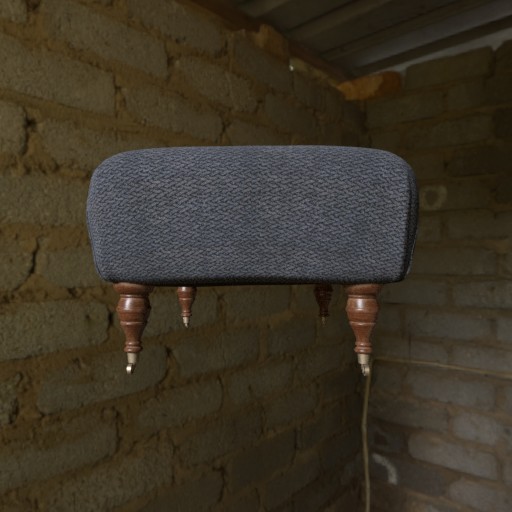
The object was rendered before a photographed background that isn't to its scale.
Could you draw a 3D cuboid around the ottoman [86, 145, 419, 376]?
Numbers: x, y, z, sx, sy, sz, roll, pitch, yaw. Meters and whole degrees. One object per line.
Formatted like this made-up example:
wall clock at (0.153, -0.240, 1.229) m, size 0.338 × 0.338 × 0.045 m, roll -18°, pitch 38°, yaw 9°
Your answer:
ottoman at (0.000, 0.000, 1.125) m, size 0.622 × 0.450 × 0.747 m, roll 0°, pitch -1°, yaw 1°
